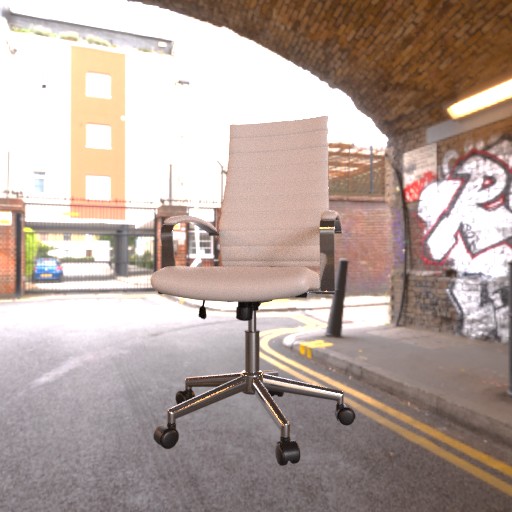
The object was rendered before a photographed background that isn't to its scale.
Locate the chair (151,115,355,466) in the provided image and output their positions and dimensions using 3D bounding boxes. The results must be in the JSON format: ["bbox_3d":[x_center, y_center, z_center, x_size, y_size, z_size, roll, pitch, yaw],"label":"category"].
[{"bbox_3d":[0.000,0.000,1.569,0.679,1.149,0.679,0,-1,18],"label":"chair"}]
